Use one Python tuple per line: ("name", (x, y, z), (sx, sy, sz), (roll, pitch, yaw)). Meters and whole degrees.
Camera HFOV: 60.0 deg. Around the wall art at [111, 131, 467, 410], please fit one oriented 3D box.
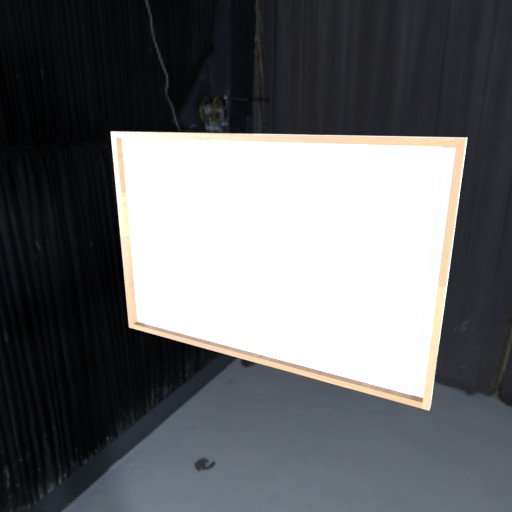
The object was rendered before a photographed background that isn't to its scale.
("wall art", (0.000, 0.000, 1.142), (0.914, 0.607, 0.023), (9, 19, 26))
